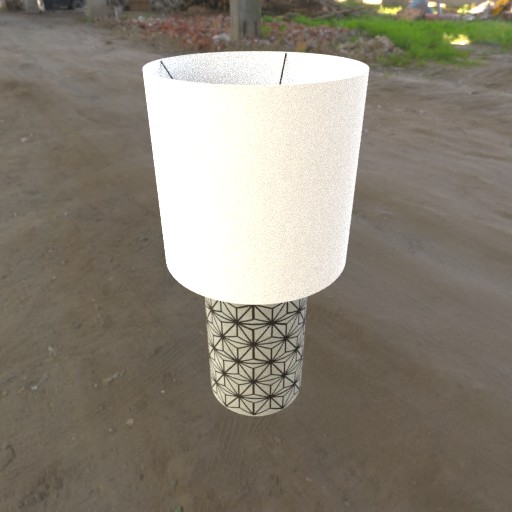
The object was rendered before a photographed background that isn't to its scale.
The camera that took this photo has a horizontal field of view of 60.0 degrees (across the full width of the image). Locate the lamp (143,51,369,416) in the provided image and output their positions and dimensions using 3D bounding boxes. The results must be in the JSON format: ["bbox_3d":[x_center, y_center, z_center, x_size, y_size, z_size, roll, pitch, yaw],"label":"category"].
[{"bbox_3d":[0.000,0.000,0.520,0.206,0.416,0.206,10,33,17],"label":"lamp"}]
